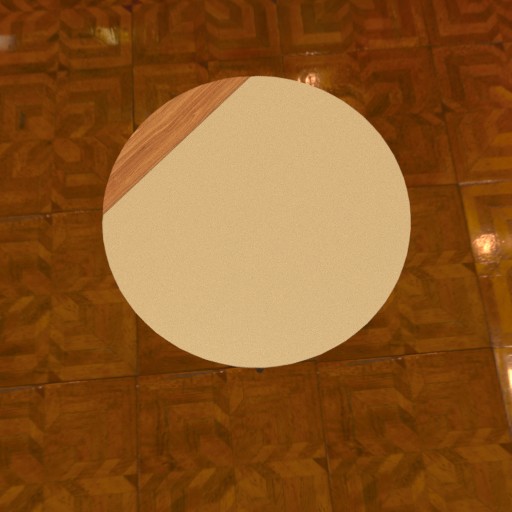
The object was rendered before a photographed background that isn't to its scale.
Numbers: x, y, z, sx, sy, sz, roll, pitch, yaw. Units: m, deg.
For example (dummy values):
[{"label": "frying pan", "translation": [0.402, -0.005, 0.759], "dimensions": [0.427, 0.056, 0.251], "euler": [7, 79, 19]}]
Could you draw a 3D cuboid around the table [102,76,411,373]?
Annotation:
[{"label": "table", "translation": [0.000, 0.000, 0.877], "dimensions": [0.450, 0.525, 0.450], "euler": [0, 75, 0]}]
